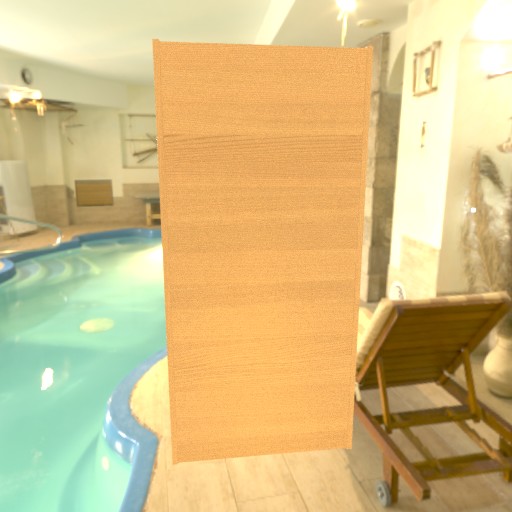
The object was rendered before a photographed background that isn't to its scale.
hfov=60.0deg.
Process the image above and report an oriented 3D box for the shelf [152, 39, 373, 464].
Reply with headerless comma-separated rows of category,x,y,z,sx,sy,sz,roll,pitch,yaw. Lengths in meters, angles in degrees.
shelf,0.000,0.000,1.060,0.417,0.876,0.292,-2,13,-7
